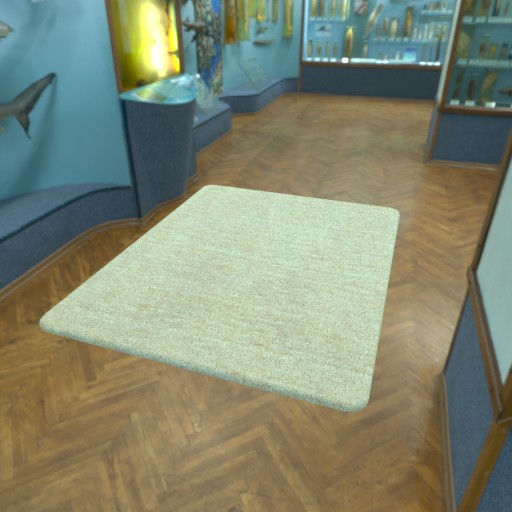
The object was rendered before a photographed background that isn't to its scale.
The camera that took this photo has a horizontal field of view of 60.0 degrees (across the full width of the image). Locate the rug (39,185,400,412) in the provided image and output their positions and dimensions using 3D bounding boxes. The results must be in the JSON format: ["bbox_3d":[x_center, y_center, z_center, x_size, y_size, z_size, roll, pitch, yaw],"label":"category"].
[{"bbox_3d":[0.000,0.000,3.449,2.009,0.048,2.528,10,31,17],"label":"rug"}]
